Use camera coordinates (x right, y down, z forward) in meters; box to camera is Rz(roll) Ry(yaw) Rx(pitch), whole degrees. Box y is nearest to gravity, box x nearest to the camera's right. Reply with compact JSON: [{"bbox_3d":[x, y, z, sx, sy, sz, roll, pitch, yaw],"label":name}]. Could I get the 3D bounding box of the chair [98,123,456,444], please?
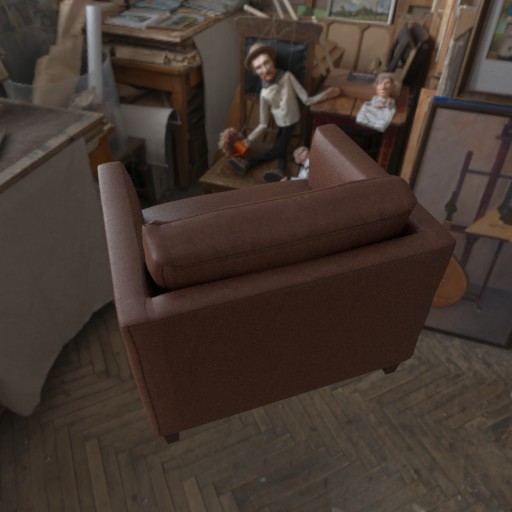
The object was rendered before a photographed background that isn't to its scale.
[{"bbox_3d":[0.000,0.000,1.829,1.107,0.917,0.959,-13,44,-14],"label":"chair"}]
